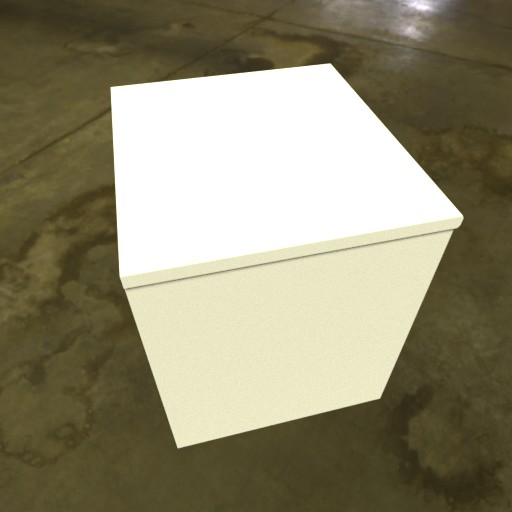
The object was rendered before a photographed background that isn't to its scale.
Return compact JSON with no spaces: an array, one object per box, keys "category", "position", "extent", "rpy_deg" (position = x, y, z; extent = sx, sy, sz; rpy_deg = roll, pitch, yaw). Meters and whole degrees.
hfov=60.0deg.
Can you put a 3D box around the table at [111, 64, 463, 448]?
[{"category":"table","position":[0.000,0.000,0.773],"extent":[0.380,0.460,0.420],"rpy_deg":[-10,47,-10]}]
